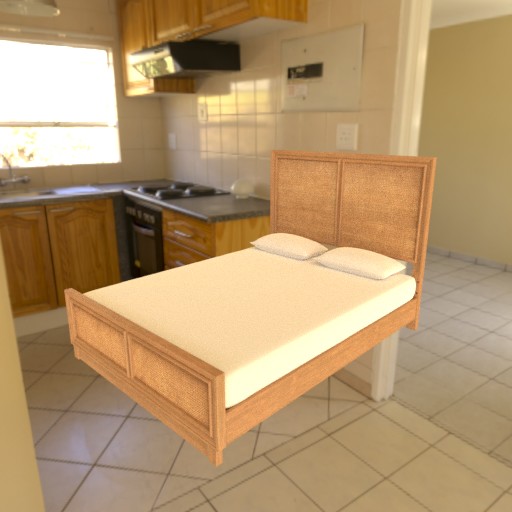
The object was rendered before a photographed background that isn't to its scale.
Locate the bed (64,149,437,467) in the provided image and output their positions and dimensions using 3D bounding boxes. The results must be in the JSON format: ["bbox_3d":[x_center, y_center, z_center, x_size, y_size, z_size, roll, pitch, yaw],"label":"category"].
[{"bbox_3d":[0.000,0.000,3.255,1.606,1.387,2.184,15,22,42],"label":"bed"}]
